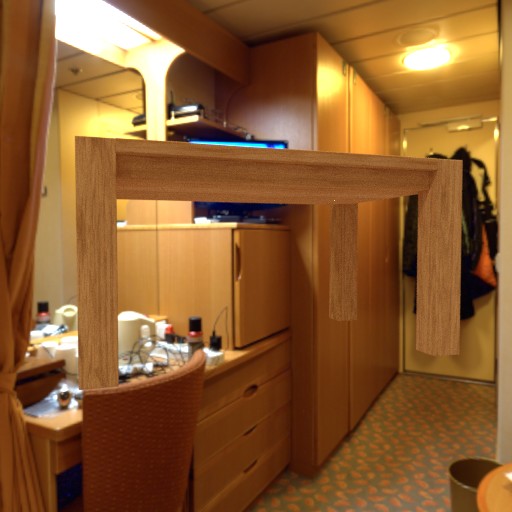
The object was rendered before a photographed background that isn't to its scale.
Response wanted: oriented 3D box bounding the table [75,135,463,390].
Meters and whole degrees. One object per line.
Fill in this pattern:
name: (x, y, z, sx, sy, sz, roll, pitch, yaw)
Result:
table: (0.000, 0.000, 1.953, 1.400, 0.760, 0.900, -1, 2, -17)
